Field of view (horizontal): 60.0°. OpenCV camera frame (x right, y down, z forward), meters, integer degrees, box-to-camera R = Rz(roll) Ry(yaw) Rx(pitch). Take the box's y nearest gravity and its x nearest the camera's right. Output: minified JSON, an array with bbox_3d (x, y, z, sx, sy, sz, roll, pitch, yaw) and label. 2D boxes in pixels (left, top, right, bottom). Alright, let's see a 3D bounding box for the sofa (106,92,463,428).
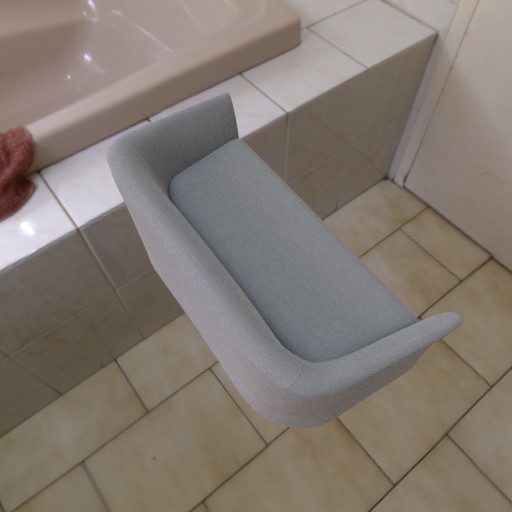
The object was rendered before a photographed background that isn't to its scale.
[{"bbox_3d":[0.000,0.000,1.871,0.705,0.721,1.452,-31,63,-18],"label":"sofa"}]
